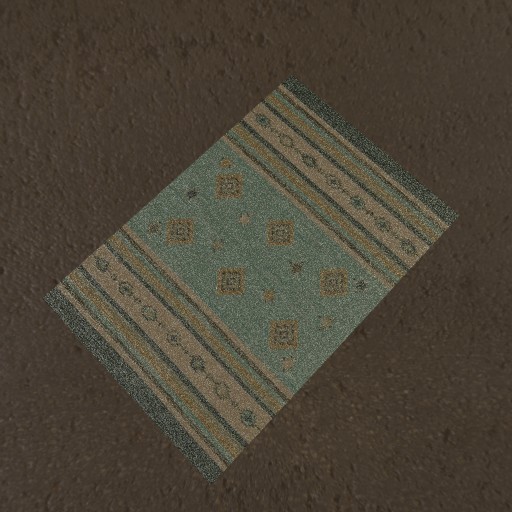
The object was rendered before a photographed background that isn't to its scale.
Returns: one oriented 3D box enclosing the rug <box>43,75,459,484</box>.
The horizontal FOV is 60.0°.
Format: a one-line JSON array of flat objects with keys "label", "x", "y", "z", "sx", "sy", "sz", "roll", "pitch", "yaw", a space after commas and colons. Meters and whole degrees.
[{"label": "rug", "x": 0.000, "y": 0.000, "z": 2.274, "sx": 1.212, "sy": 0.010, "sz": 1.811, "roll": 44, "pitch": 80, "yaw": 10}]
